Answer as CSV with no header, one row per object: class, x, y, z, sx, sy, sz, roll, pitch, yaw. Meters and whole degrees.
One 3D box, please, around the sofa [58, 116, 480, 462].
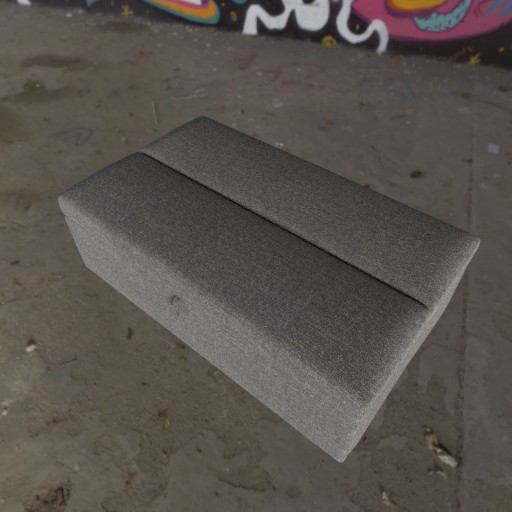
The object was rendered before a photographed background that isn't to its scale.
sofa,0.000,0.000,1.574,1.198,0.417,0.782,31,53,26
